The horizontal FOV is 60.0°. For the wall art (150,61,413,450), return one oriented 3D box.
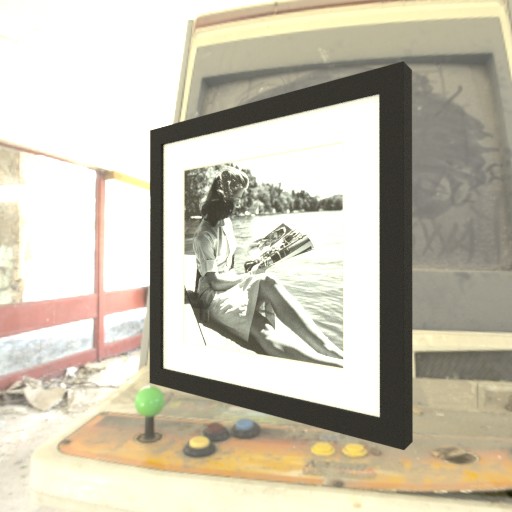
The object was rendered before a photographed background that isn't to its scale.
[{"bbox_3d":[0.000,0.000,0.674,0.462,0.458,0.030,0,0,38],"label":"wall art"}]
